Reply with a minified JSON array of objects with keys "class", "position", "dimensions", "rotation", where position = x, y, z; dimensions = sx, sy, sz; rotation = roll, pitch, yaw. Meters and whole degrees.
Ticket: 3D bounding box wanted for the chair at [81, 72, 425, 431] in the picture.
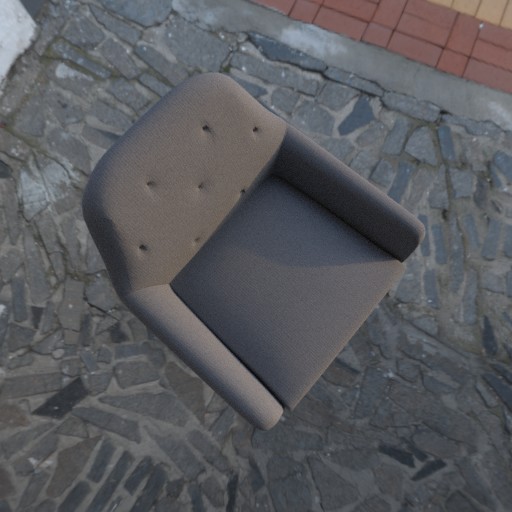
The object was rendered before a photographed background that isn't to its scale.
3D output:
[{"class":"chair","position":[0.000,0.000,1.418],"dimensions":[0.779,0.800,0.770],"rotation":[40,79,9]}]
